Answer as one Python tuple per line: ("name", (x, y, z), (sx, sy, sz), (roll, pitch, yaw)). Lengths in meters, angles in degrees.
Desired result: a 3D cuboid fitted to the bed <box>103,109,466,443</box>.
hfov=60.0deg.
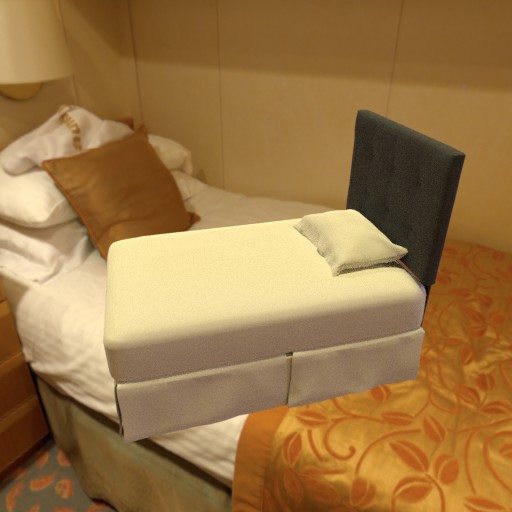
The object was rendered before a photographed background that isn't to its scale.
("bed", (0.000, 0.000, 2.938), (1.997, 1.571, 1.261), (-7, 31, -13))
